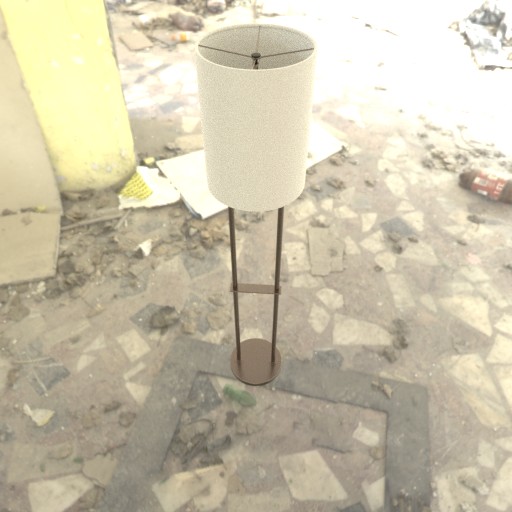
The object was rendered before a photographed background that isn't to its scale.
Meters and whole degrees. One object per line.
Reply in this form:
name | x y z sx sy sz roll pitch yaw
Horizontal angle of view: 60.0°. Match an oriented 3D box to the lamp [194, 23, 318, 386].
lamp | 0.000 0.000 1.633 0.306 1.500 0.305 3 46 3
